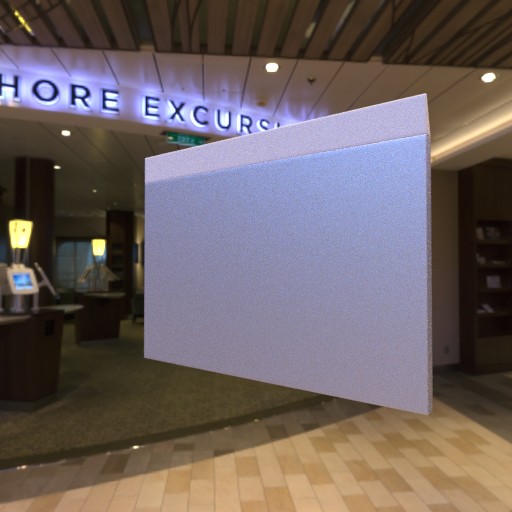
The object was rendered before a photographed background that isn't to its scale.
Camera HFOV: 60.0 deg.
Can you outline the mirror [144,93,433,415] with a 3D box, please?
[{"bbox_3d":[0.000,0.000,1.145,0.870,0.630,0.030,-1,-1,38],"label":"mirror"}]
